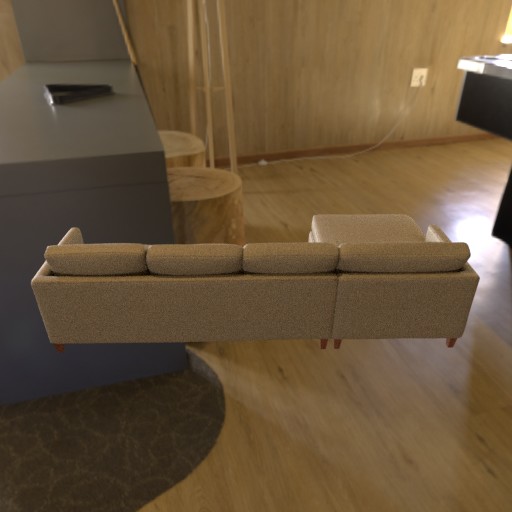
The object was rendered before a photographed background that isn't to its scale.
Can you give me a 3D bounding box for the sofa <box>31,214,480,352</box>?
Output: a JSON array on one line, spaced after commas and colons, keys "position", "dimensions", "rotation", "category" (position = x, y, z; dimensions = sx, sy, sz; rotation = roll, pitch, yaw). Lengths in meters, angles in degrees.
[{"position": [0.000, 0.000, 3.851], "dimensions": [3.201, 0.876, 1.502], "rotation": [-1, 31, -1], "category": "sofa"}]
